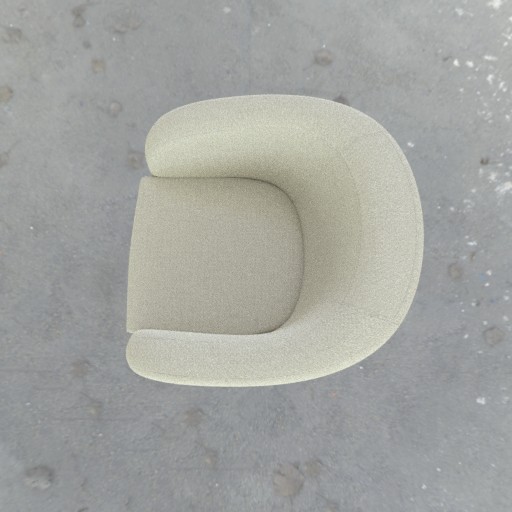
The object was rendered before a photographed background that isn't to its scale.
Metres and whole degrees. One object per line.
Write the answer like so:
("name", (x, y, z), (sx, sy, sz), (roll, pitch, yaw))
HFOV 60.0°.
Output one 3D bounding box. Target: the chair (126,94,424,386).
("chair", (0.000, 0.000, 1.428), (0.815, 0.771, 0.791), (1, 76, 0))
